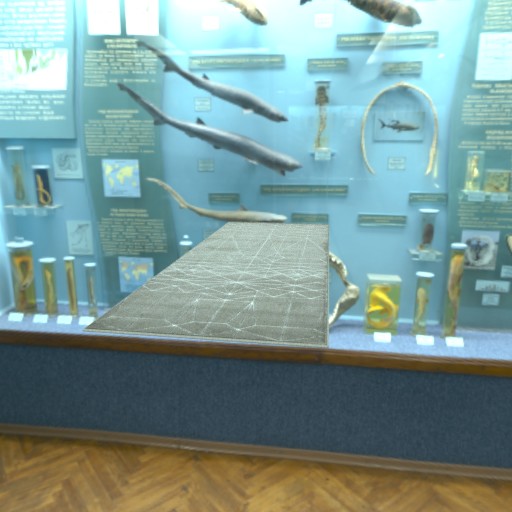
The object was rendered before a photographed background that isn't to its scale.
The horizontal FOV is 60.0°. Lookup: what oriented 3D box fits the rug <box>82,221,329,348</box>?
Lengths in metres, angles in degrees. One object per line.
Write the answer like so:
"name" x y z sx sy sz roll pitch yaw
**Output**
"rug" 0.000 0.000 2.651 0.864 0.012 2.388 2 14 9
